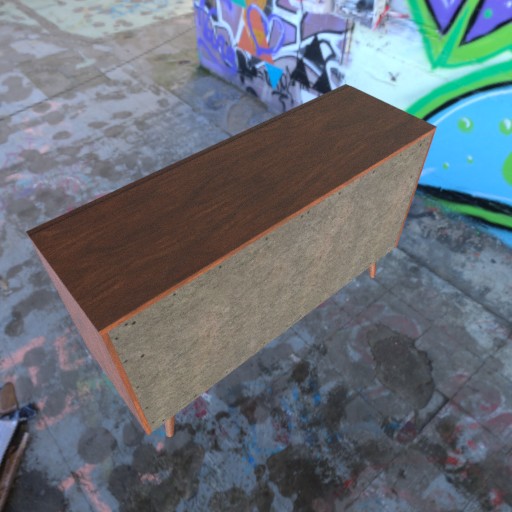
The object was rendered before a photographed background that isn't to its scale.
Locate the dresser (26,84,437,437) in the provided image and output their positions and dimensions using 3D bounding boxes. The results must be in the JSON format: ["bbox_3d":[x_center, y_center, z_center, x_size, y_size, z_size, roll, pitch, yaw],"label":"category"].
[{"bbox_3d":[0.000,0.000,1.896,1.472,0.889,0.500,-32,55,-26],"label":"dresser"}]
